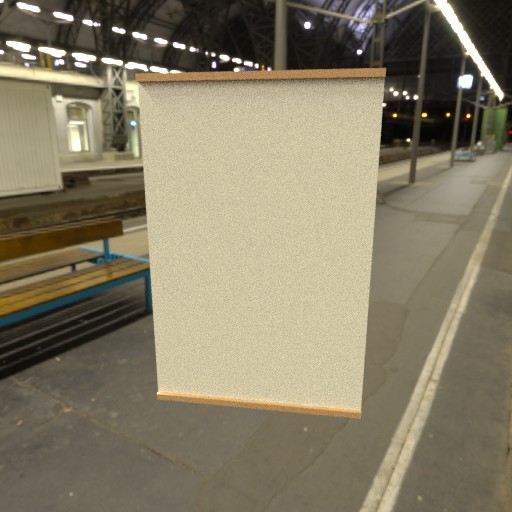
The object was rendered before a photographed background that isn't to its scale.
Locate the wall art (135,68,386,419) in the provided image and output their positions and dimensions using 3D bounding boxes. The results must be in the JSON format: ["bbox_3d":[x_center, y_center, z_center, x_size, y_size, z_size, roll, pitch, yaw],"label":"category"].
[{"bbox_3d":[0.000,0.000,1.317,0.669,1.020,0.027,2,15,9],"label":"wall art"}]
